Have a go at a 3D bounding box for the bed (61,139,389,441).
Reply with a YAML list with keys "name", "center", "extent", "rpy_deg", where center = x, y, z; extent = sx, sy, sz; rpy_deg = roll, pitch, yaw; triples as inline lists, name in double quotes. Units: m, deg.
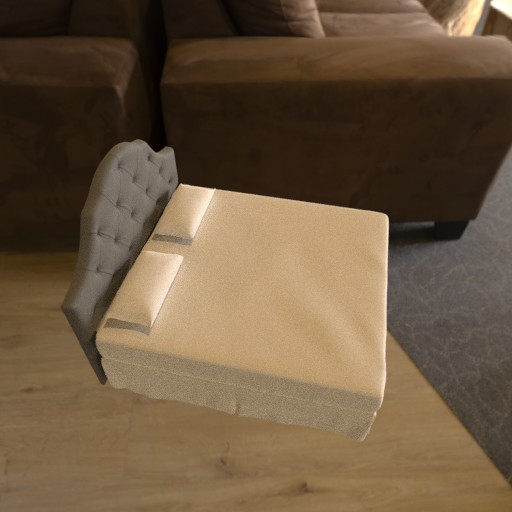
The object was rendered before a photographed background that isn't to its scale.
- name: "bed"
  center: [0.000, 0.000, 3.599]
  extent: [2.214, 1.615, 2.008]
  rpy_deg: [9, 47, 9]
